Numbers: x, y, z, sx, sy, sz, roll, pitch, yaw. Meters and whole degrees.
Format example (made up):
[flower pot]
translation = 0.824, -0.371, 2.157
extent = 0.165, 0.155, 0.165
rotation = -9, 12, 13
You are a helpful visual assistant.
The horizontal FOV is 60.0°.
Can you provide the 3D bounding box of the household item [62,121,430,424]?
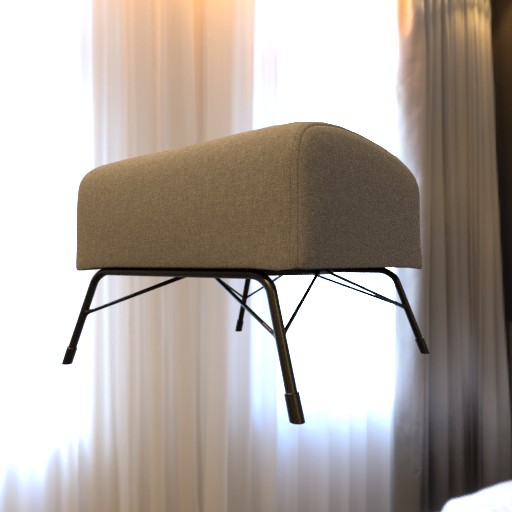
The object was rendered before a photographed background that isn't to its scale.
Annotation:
[household item]
translation = 0.000, 0.000, 0.893
extent = 0.530, 0.410, 0.530
rotation = -1, -1, 37
